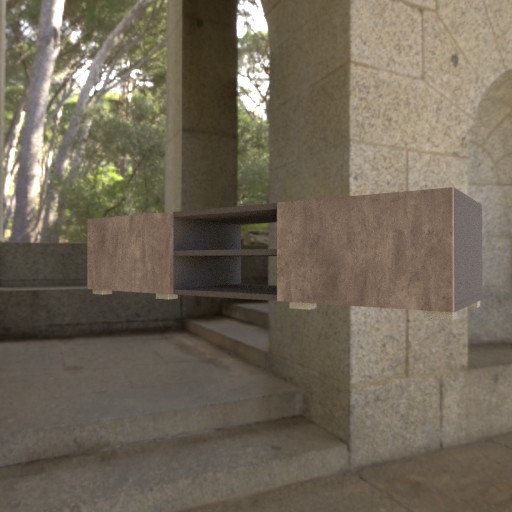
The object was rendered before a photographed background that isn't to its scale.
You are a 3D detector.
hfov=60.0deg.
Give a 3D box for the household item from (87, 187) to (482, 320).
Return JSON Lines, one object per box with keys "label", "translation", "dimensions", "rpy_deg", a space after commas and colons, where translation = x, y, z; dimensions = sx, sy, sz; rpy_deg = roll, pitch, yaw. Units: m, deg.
{"label": "household item", "translation": [0.000, 0.000, 1.589], "dimensions": [1.400, 0.310, 0.420], "rpy_deg": [0, -1, 35]}
